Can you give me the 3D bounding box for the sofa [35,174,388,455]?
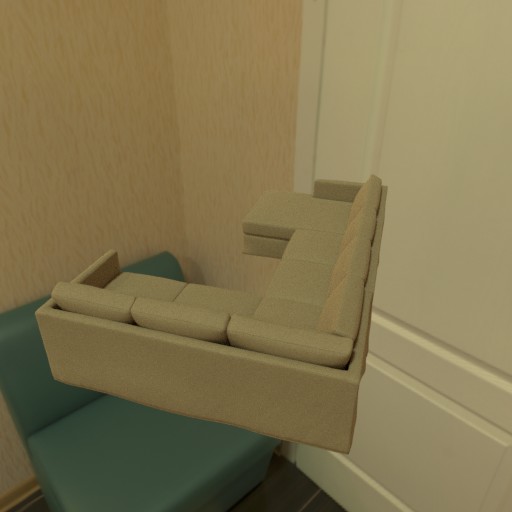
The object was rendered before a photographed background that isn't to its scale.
[{"bbox_3d":[0.000,0.000,4.565,2.476,0.878,3.528,9,31,15],"label":"sofa"}]
